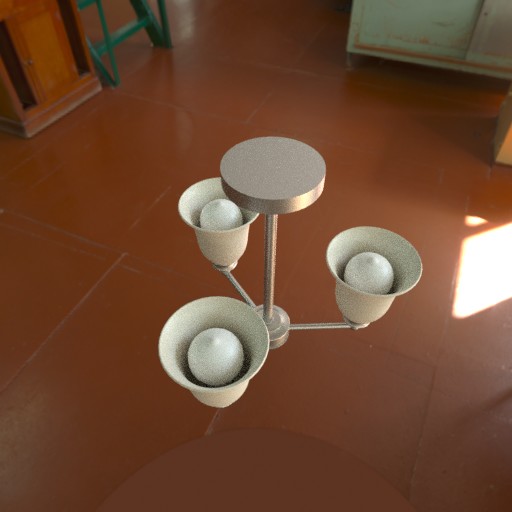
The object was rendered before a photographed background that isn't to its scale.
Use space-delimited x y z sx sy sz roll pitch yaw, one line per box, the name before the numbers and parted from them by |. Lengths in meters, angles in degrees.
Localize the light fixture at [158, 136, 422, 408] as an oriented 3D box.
light fixture | 0.000 0.000 0.662 0.388 0.370 0.354 -24 52 -21
